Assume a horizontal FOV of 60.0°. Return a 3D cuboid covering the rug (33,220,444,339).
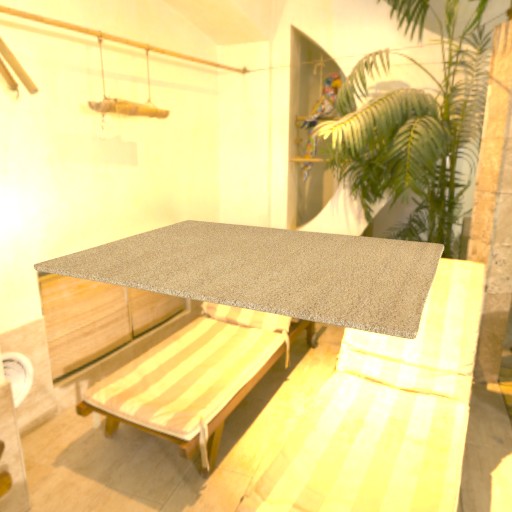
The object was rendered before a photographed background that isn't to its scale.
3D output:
[{"bbox_3d":[0.000,0.000,2.120,1.600,0.025,1.199,7,17,25],"label":"rug"}]
